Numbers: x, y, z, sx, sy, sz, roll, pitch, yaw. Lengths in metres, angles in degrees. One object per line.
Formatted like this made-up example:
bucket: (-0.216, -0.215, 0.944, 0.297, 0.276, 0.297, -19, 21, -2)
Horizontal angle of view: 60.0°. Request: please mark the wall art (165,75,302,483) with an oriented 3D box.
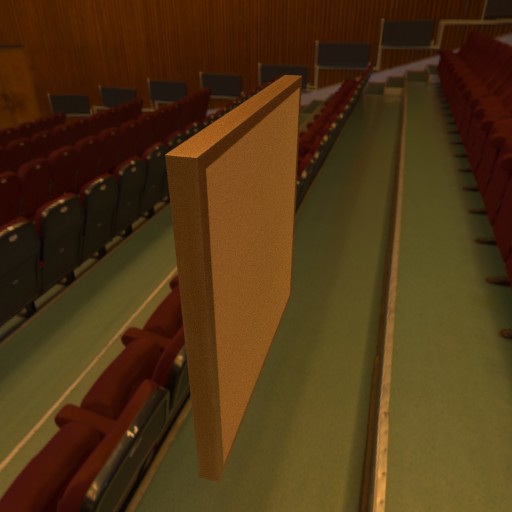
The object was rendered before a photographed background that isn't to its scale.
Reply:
wall art: (0.000, 0.000, 0.761, 0.033, 0.509, 0.510, 8, 32, 14)
